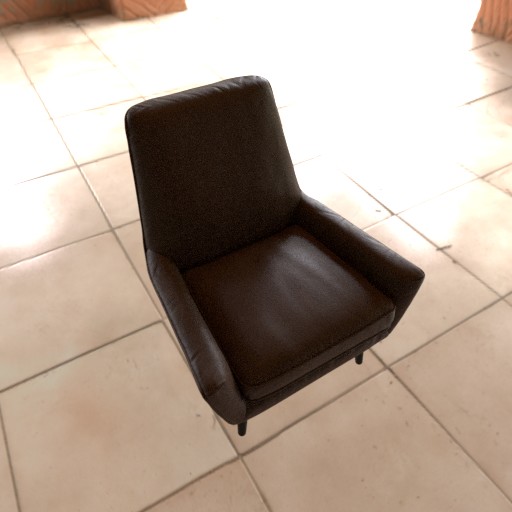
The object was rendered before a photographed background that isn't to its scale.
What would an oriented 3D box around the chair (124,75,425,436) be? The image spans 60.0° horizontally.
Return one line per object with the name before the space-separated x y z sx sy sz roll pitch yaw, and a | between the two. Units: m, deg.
chair | 0.000 0.000 1.506 0.787 0.888 0.824 -24 50 -22
